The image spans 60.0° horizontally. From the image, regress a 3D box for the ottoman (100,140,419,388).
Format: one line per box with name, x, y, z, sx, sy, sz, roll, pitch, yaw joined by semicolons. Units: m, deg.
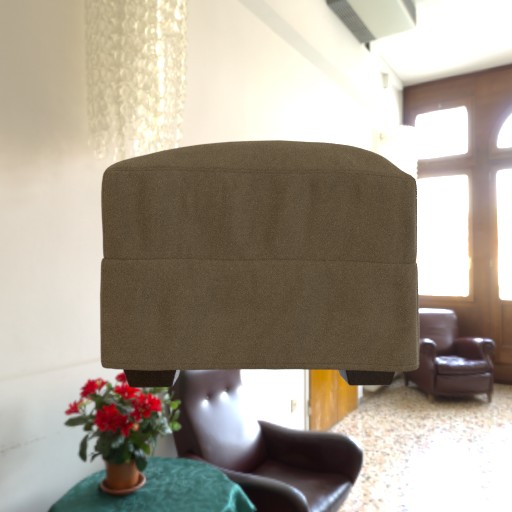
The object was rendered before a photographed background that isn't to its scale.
ottoman;0.000;0.000;1.084;0.584;0.480;0.712;0;-1;-2
